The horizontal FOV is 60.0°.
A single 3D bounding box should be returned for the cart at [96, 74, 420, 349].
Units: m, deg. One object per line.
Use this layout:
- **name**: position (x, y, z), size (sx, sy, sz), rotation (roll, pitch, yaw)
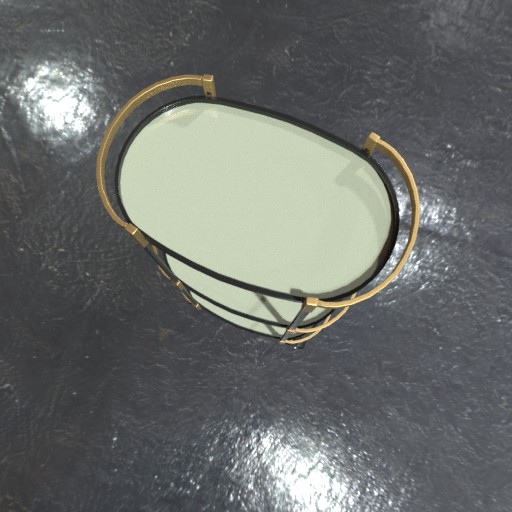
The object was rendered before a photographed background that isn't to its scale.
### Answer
- **cart**: position (0.000, 0.000, 1.114), size (0.515, 0.885, 0.311), rotation (21, 76, 6)
